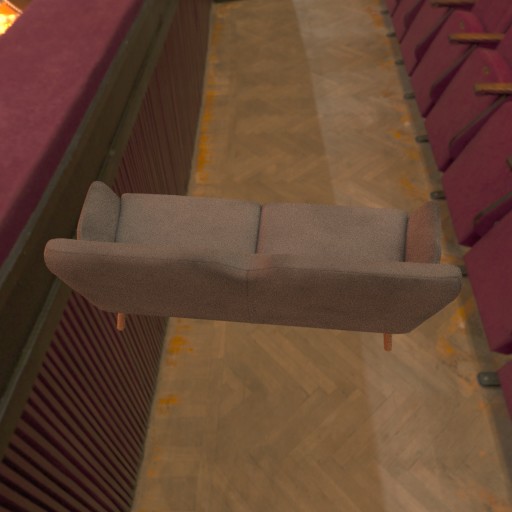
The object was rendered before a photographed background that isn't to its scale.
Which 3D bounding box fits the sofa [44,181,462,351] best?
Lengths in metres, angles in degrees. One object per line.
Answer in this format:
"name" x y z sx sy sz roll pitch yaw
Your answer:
"sofa" 0.000 0.000 2.293 1.870 0.810 0.850 4 49 3
